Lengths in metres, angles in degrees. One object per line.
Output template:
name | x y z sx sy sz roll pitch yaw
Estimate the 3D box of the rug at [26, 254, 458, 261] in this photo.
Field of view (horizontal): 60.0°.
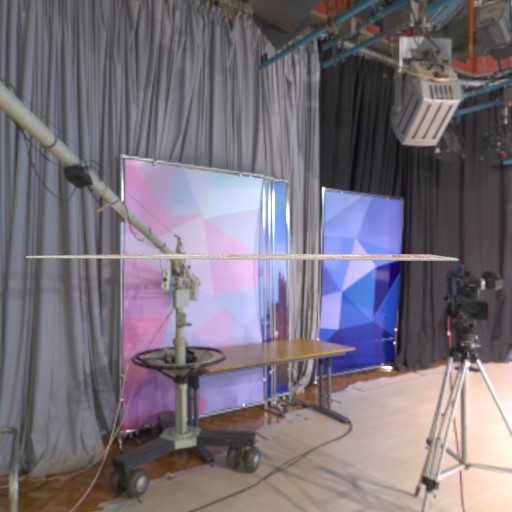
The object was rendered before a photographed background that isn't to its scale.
rug | 0.000 0.000 2.893 2.232 0.011 1.555 0 1 17
